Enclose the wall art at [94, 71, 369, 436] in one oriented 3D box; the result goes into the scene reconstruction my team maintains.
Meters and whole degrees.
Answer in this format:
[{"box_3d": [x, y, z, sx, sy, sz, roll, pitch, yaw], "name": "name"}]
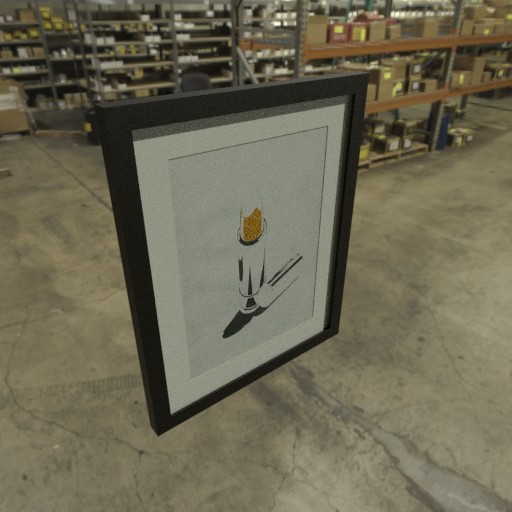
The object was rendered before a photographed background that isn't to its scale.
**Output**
[{"box_3d": [0.000, 0.000, 0.769, 0.457, 0.559, 0.029, -21, 36, -32], "name": "wall art"}]
